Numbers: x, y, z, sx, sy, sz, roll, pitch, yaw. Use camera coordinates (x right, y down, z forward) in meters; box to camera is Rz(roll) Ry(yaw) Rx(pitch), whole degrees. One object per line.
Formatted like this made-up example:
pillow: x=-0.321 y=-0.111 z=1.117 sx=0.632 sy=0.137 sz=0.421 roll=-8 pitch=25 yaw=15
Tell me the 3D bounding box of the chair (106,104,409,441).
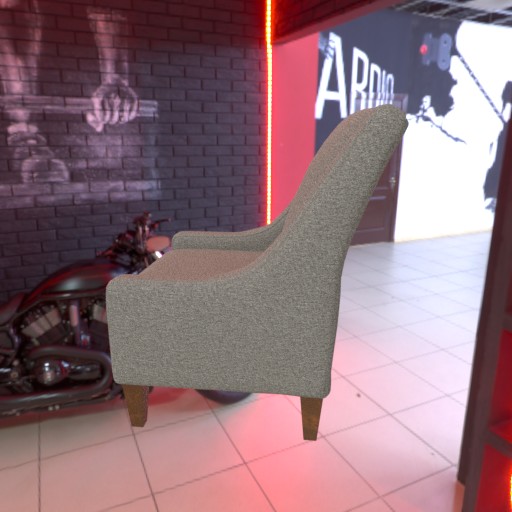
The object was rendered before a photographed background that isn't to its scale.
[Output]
chair: x=0.000 y=0.000 z=1.638 sx=0.870 sy=1.016 sz=0.774 roll=2 pitch=15 yaw=7
